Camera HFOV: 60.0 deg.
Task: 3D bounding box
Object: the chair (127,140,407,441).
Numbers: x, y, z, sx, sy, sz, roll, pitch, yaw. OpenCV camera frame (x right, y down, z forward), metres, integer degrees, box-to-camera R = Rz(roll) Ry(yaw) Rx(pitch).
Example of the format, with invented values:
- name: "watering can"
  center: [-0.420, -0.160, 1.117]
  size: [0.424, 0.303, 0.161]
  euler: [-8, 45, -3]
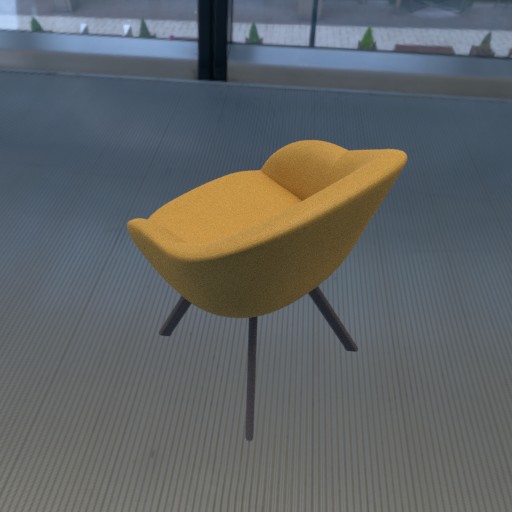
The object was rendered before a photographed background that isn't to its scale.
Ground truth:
- name: "chair"
  center: [0.000, 0.000, 1.179]
  size: [0.551, 0.793, 0.583]
  euler: [-31, 53, -27]
